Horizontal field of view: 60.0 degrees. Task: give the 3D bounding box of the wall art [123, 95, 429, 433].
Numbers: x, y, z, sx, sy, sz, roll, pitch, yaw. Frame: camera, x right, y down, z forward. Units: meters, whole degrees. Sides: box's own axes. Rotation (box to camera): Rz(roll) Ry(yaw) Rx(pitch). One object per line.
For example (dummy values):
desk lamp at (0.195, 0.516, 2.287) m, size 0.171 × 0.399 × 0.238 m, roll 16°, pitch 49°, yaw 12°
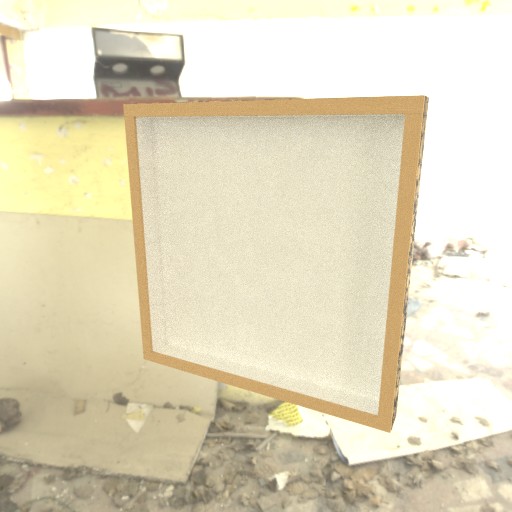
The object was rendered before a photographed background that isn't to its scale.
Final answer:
wall art at (0.000, 0.000, 0.612) m, size 0.405 × 0.405 × 0.038 m, roll 8°, pitch 18°, yaw 26°
